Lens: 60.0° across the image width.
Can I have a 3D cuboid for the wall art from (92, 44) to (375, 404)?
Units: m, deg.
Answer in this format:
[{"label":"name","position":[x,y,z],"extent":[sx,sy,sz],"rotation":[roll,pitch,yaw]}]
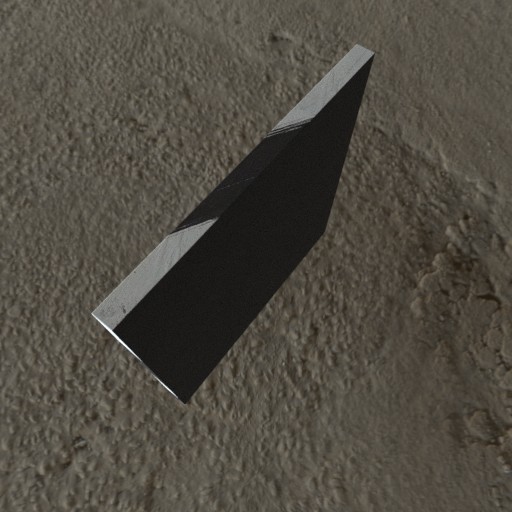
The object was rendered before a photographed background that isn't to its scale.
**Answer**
[{"label":"wall art","position":[0.000,0.000,1.148],"extent":[0.046,0.765,0.765],"rotation":[35,68,16]}]
